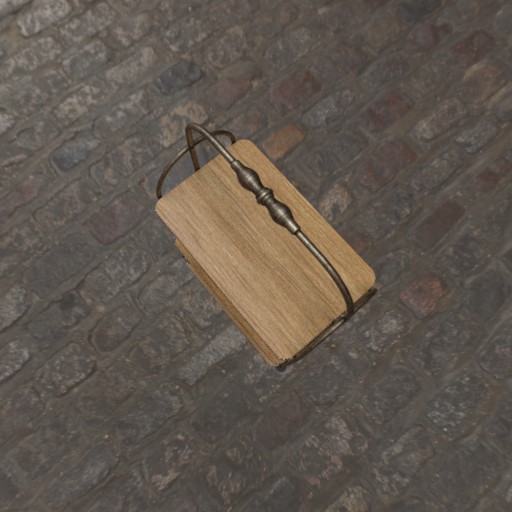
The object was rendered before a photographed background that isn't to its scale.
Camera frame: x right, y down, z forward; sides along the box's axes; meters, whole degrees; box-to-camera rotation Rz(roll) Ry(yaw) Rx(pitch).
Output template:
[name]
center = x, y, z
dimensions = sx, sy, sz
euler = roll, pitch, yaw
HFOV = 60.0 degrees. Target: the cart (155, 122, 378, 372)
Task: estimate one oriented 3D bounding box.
[cart]
center = 0.000, 0.000, 1.356
dimensions = 0.330, 1.052, 0.650
euler = -39, 78, -10
